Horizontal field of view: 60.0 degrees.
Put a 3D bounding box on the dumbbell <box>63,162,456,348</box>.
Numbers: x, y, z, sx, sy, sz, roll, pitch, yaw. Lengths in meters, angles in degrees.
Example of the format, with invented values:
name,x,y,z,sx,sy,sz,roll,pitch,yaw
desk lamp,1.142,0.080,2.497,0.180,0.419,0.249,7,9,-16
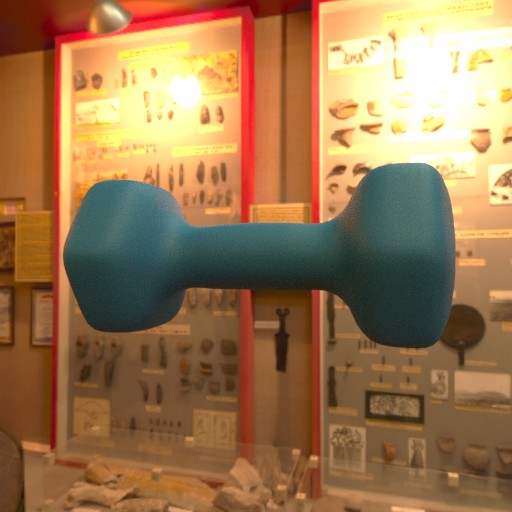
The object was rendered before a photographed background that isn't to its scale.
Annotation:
name,x,y,z,sx,sy,sz,roll,pitch,yaw
dumbbell,0.000,0.000,0.186,0.152,0.066,0.074,0,-1,17
